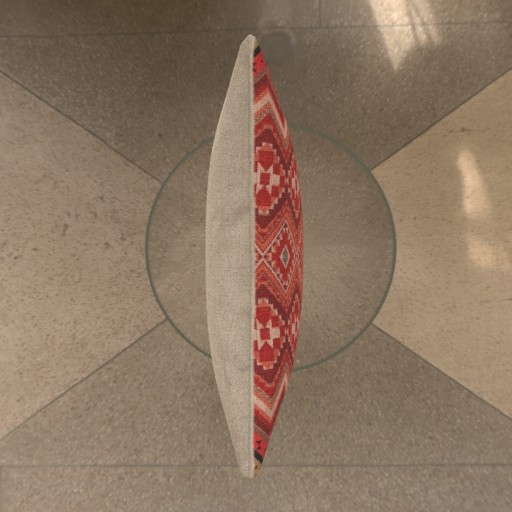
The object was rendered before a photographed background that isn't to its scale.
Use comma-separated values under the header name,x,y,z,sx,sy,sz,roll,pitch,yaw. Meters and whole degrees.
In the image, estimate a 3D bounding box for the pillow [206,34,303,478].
name,x,y,z,sx,sy,sz,roll,pitch,yaw
pillow,0.000,0.000,0.763,0.158,0.511,0.513,0,91,2
